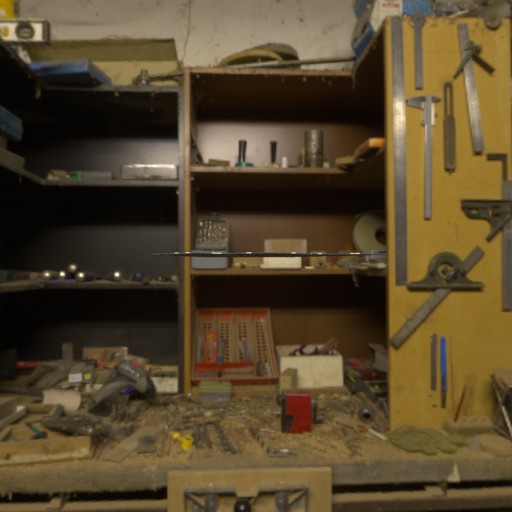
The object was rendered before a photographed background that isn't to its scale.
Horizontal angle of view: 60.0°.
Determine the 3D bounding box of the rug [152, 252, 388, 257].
[{"bbox_3d":[0.000,0.000,2.713,0.807,0.010,2.476,0,0,-2],"label":"rug"}]
